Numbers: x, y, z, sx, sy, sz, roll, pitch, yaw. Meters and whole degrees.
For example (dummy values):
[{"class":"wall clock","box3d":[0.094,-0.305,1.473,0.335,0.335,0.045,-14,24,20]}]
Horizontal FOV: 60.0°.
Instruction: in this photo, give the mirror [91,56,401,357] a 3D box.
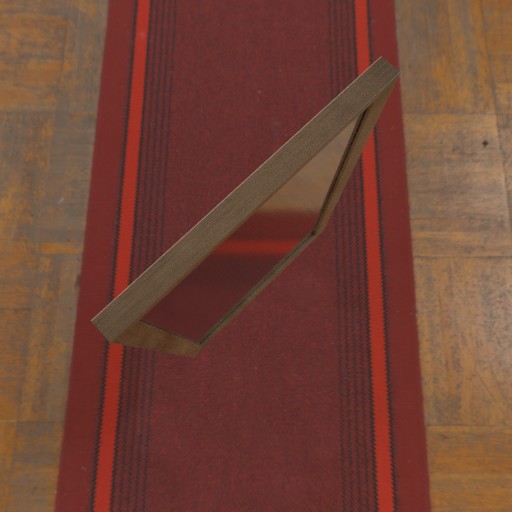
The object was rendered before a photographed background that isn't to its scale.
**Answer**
[{"class":"mirror","box3d":[0.000,0.000,0.897,0.507,0.710,0.040,-44,80,-10]}]
